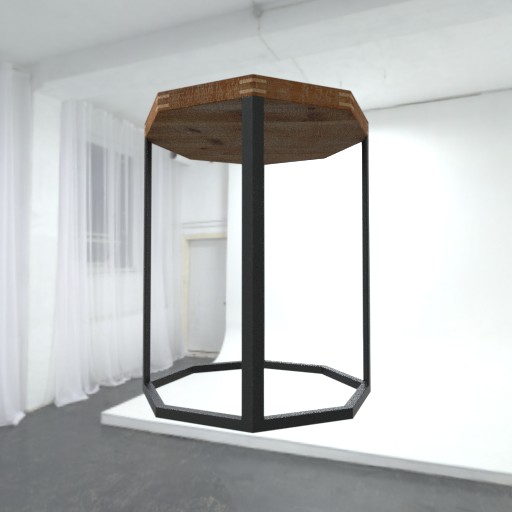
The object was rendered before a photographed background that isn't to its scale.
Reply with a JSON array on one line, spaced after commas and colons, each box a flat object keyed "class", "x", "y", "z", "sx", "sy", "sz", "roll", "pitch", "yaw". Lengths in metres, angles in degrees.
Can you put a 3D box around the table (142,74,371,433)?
[{"class": "table", "x": 0.000, "y": 0.000, "z": 0.898, "sx": 0.458, "sy": 0.543, "sz": 0.458, "roll": 0, "pitch": -2, "yaw": 1}]
